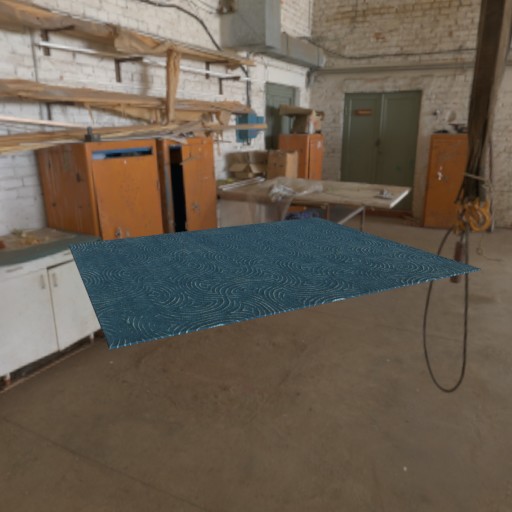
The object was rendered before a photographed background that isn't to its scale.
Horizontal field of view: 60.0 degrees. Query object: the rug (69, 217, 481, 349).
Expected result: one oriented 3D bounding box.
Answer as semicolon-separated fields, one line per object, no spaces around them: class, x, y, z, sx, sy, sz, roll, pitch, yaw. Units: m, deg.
rug;0.000;0.000;4.117;3.033;0.012;2.432;-8;19;-26
